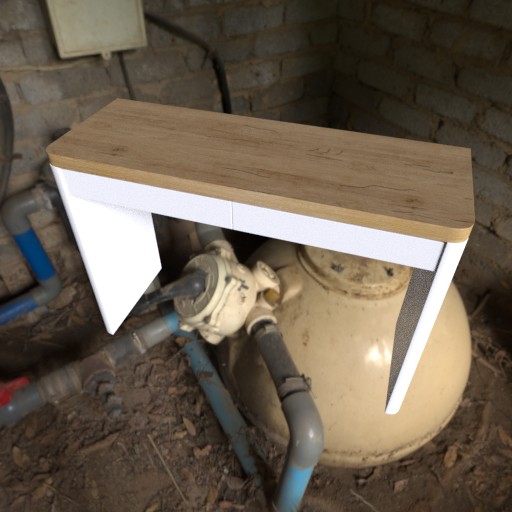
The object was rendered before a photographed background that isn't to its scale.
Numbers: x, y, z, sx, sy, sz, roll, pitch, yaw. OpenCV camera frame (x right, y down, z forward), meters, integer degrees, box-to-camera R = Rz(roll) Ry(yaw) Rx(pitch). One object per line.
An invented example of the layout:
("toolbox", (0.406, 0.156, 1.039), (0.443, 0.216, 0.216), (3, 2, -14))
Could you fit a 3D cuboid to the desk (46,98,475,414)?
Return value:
("desk", (0.000, 0.000, 1.448), (1.100, 0.760, 0.390), (12, 43, 14))
